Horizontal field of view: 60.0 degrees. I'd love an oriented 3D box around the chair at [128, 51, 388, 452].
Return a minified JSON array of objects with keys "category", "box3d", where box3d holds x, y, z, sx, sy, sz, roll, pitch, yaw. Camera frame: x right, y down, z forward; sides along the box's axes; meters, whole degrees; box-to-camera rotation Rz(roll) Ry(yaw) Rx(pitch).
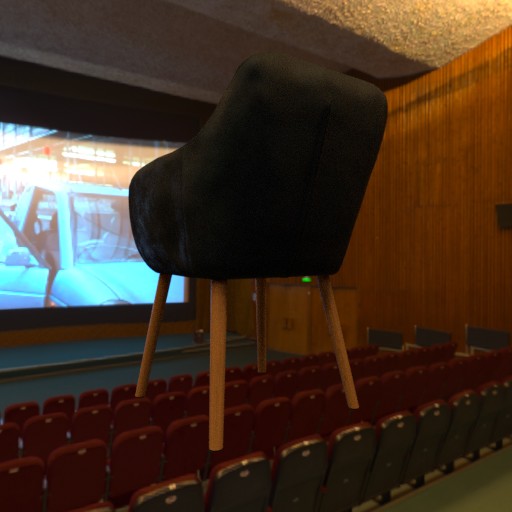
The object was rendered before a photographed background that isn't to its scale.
[{"category":"chair","box3d":[0.000,0.000,1.195,0.578,0.826,0.573,0,1,-35]}]
